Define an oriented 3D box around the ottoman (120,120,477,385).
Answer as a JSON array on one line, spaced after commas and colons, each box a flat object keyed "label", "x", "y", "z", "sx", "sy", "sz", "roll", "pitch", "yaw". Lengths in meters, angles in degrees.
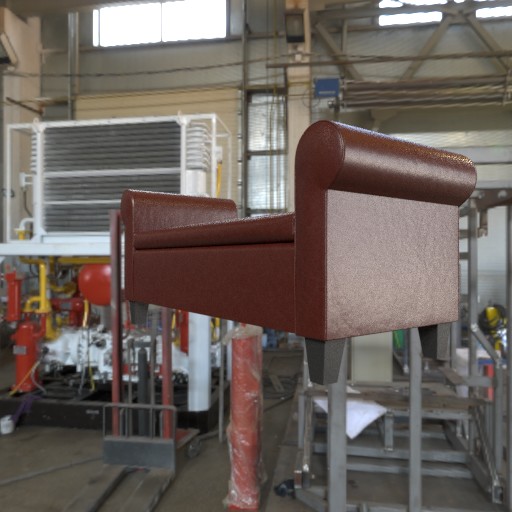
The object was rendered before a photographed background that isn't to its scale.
[{"label": "ottoman", "x": 0.000, "y": 0.000, "z": 1.502, "sx": 0.521, "sy": 0.547, "sz": 1.256, "roll": 0, "pitch": -1, "yaw": -36}]
